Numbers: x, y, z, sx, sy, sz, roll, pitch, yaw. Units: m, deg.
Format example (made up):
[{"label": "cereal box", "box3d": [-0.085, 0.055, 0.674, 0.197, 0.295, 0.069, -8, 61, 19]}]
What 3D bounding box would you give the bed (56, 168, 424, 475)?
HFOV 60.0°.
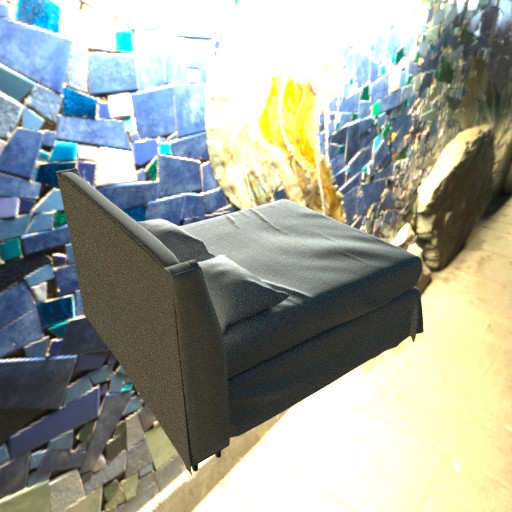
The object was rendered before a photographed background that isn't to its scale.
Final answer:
[{"label": "bed", "box3d": [0.000, 0.000, 3.430, 2.276, 1.332, 1.925, -18, 32, -31]}]
